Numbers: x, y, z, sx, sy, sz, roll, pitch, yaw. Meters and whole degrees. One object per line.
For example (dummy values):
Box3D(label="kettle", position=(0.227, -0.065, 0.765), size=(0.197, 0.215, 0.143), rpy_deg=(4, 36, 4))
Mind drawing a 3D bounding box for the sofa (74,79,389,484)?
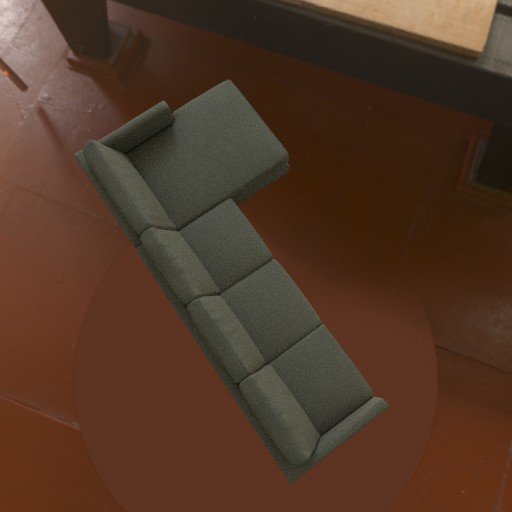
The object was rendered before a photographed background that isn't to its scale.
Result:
Box3D(label="sofa", position=(0.000, 0.000, 3.841), size=(1.625, 0.861, 3.186), rpy_deg=(-34, 79, -8))
